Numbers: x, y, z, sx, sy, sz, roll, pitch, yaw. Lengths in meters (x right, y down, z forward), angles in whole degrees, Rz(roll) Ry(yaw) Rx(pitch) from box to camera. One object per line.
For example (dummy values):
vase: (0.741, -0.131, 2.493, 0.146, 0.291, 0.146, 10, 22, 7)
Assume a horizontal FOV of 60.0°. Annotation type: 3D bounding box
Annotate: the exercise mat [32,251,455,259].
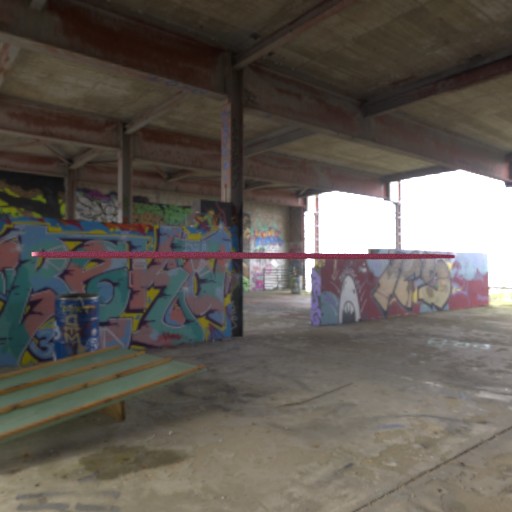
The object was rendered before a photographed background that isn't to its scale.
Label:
exercise mat: (0.000, 0.000, 2.133, 1.884, 0.021, 0.616, 0, -1, -18)
